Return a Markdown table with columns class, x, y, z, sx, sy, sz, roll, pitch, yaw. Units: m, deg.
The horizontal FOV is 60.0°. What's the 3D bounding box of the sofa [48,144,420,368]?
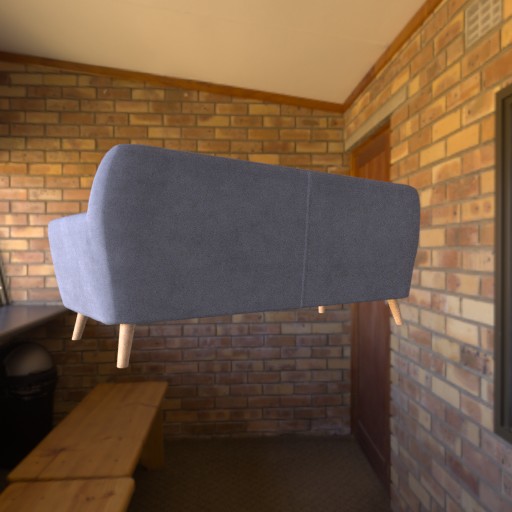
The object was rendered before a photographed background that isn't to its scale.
| class | x | y | z | sx | sy | sz | roll | pitch | yaw |
| --- | --- | --- | --- | --- | --- | --- | --- | --- | --- |
| sofa | 0.000 | 0.000 | 2.427 | 1.970 | 0.830 | 0.830 | 0 | 0 | -36 |
